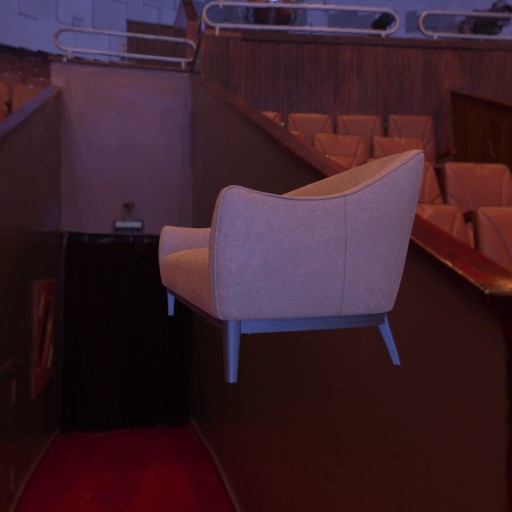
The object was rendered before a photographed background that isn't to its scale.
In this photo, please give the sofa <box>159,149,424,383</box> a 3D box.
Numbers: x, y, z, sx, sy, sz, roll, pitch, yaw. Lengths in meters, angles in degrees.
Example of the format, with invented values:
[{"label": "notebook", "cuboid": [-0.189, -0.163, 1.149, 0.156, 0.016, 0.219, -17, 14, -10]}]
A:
[{"label": "sofa", "cuboid": [0.000, 0.000, 2.381, 0.869, 0.830, 1.928, 0, 0, -17]}]
